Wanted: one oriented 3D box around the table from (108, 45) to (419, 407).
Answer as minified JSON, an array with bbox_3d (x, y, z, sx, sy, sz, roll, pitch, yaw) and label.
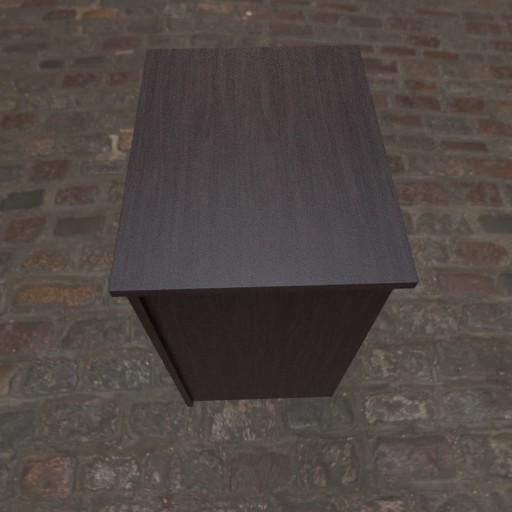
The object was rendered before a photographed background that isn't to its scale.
[{"bbox_3d":[0.000,0.000,0.931,0.381,0.635,0.480,-2,58,-1],"label":"table"}]
